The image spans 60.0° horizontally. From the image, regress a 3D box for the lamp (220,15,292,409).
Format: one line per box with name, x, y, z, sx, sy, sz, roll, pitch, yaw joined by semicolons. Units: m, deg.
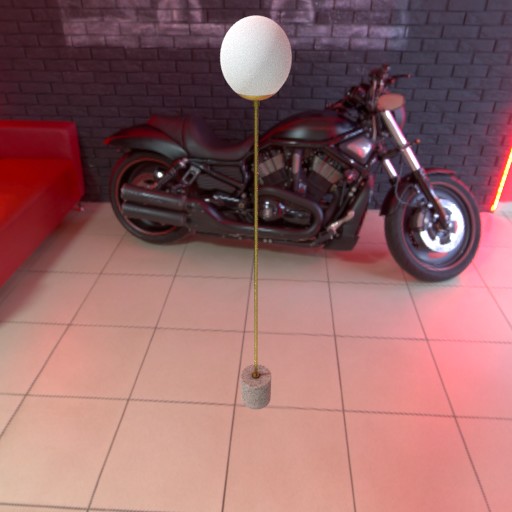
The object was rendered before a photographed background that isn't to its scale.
lamp;0.000;0.000;1.829;0.229;1.748;0.229;22;39;30
